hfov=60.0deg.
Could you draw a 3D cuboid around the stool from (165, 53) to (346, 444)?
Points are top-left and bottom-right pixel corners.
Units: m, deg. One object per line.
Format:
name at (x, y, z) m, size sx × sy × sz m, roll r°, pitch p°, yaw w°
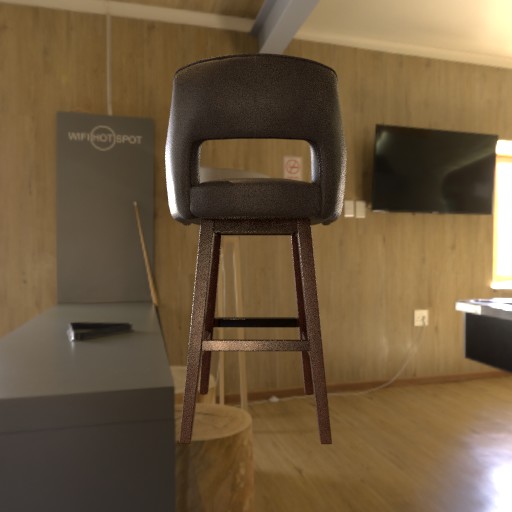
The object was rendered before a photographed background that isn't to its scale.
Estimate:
stool at (0.000, 0.000, 1.403) m, size 0.550 × 1.041 × 0.560 m, roll 0°, pitch 1°, yaw 0°
